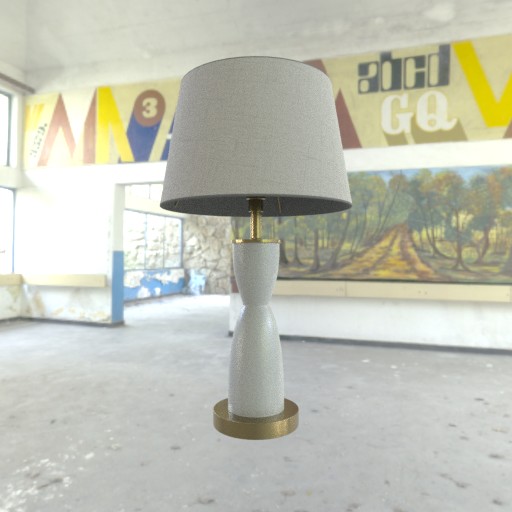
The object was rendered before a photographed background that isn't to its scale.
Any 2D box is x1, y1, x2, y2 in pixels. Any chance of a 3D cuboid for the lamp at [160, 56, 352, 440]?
[{"bbox_3d":[0.000,0.000,0.726,0.309,0.545,0.309,0,0,0],"label":"lamp"}]
